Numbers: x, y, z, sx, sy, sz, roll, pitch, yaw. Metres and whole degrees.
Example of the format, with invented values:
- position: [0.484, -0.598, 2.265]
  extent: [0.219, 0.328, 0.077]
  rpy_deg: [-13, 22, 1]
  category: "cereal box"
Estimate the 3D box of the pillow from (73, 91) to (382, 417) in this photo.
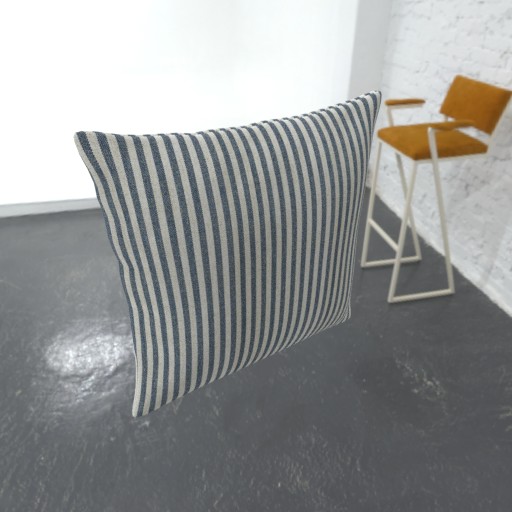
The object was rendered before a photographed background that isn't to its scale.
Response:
- position: [0.000, 0.000, 0.781]
  extent: [0.523, 0.510, 0.166]
  rpy_deg: [-18, 35, -28]
  category: "pillow"
